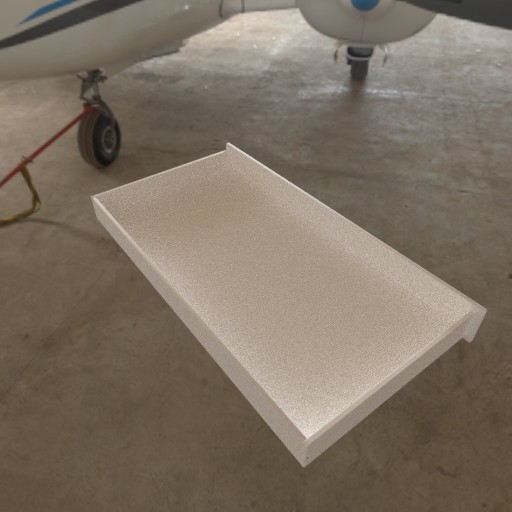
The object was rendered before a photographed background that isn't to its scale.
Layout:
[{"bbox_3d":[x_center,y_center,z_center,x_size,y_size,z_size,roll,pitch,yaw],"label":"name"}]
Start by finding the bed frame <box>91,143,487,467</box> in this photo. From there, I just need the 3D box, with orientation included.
[{"bbox_3d":[0.000,0.000,1.544,0.670,0.141,1.300,-26,47,-27],"label":"bed frame"}]
